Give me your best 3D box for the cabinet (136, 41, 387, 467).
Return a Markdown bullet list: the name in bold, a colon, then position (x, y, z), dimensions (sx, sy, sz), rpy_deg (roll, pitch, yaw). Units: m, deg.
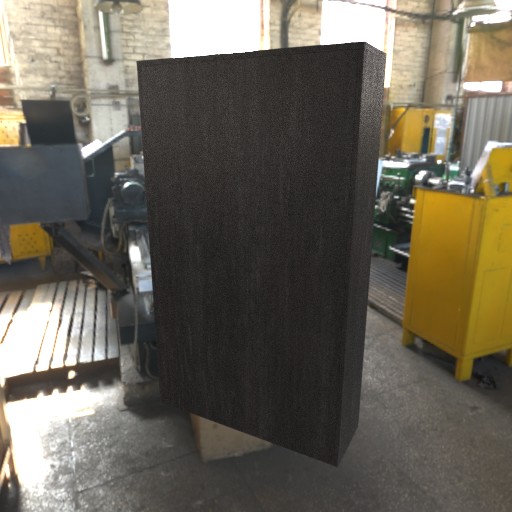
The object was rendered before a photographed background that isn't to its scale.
- **cabinet**: position (0.000, 0.000, 1.554), dimensions (0.750, 1.280, 0.250), rpy_deg (9, 19, 27)
